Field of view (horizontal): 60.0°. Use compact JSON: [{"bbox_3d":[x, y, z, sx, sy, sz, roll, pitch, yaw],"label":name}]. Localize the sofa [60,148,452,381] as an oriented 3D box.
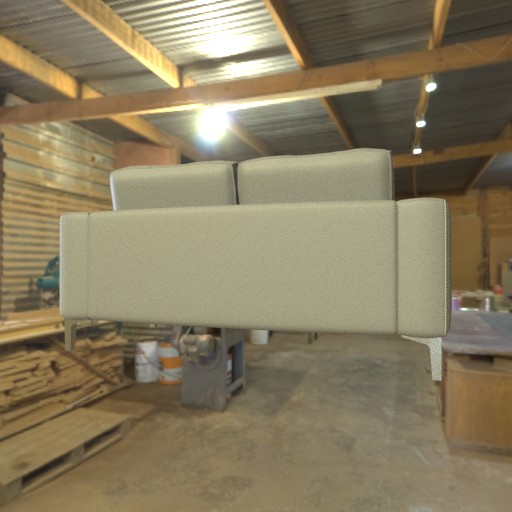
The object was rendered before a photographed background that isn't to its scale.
[{"bbox_3d":[0.000,0.000,2.198,1.726,0.893,0.833,0,0,18],"label":"sofa"}]
